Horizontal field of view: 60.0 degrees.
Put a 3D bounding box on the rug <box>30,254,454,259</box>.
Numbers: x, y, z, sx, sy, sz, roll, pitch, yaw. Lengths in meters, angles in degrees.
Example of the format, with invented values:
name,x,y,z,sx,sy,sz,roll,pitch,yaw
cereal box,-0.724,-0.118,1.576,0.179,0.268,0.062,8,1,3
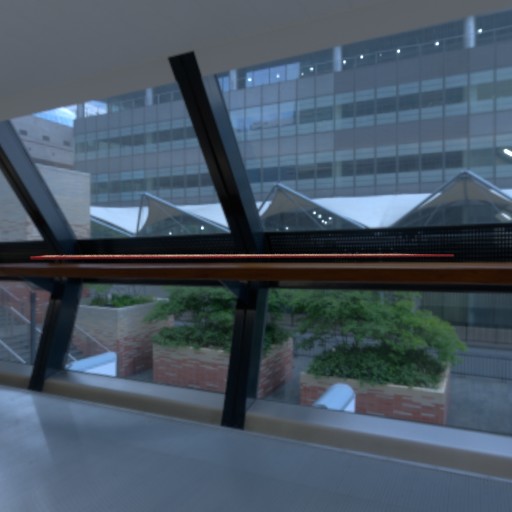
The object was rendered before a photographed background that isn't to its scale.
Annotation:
name,x,y,z,sx,sy,sz,roll,pitch,yaw
rug,0.000,0.000,2.597,2.292,0.015,0.659,0,1,-19
